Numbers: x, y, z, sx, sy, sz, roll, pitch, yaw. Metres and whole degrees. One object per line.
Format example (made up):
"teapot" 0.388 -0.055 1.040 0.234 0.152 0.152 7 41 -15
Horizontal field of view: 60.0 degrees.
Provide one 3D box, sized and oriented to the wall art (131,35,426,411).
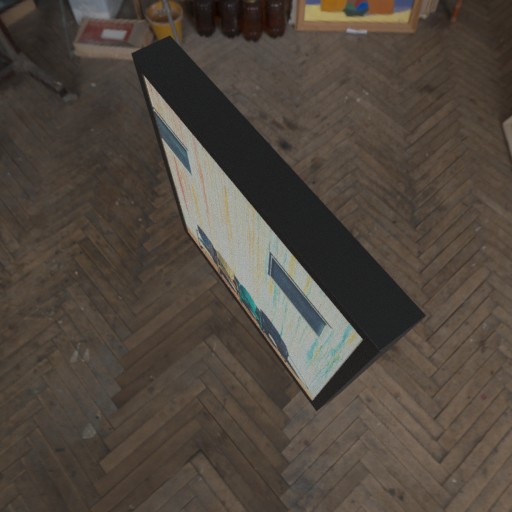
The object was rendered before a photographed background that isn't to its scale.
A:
"wall art" 0.000 0.000 0.454 0.038 0.304 0.304 -33 69 -15
